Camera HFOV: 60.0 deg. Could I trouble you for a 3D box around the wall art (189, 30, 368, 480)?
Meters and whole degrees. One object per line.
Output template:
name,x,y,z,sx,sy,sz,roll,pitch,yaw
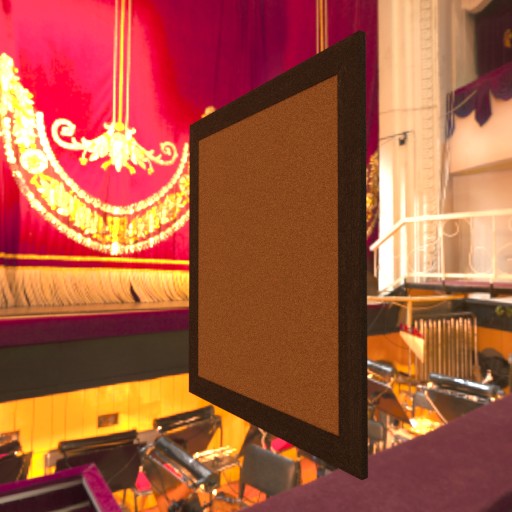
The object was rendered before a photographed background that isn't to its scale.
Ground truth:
wall art,0.000,0.000,0.758,0.013,0.570,0.476,1,-1,-36
